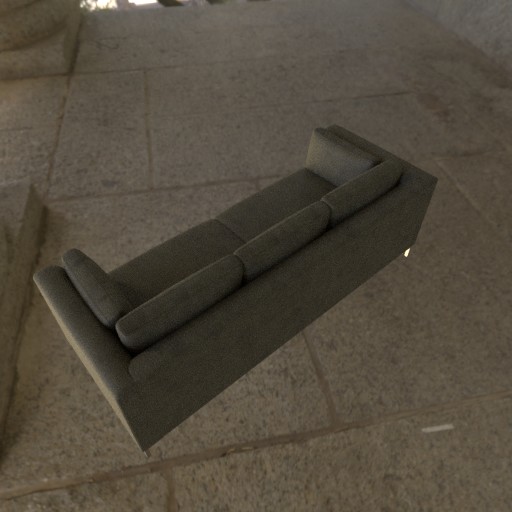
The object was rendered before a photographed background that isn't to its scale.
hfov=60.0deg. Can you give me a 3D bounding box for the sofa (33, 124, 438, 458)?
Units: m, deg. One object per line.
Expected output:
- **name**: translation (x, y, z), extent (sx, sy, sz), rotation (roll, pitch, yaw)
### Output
- **sofa**: translation (0.000, 0.000, 2.920), extent (2.415, 0.867, 0.969), rotation (-32, 54, -27)
